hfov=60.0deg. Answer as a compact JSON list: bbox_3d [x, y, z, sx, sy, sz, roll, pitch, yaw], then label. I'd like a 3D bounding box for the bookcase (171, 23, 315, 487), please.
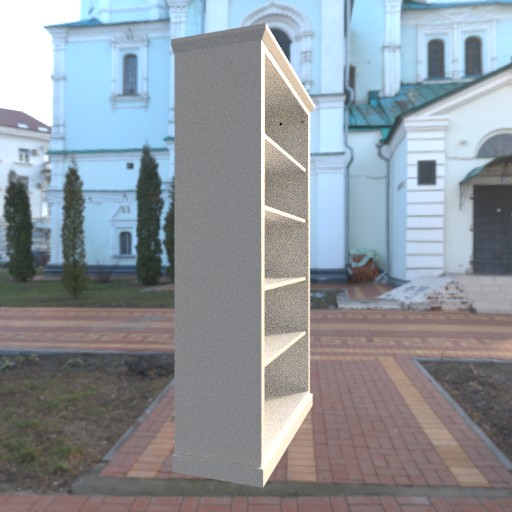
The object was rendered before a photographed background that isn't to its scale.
[{"bbox_3d":[0.000,0.000,2.352,0.432,1.880,1.050,0,0,18],"label":"bookcase"}]
